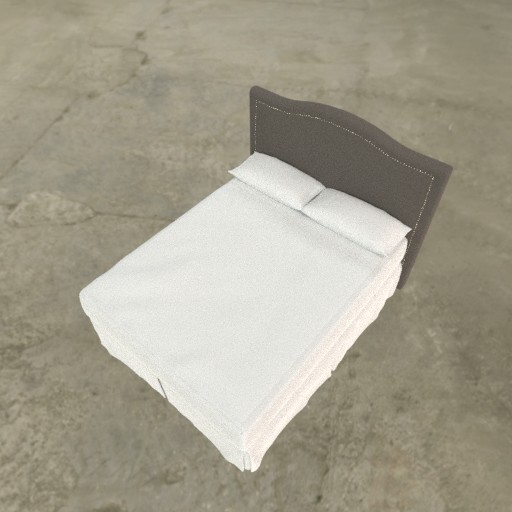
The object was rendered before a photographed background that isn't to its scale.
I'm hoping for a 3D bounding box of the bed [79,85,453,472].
[{"bbox_3d":[0.000,0.000,3.138,1.666,1.387,2.036,32,56,25],"label":"bed"}]
